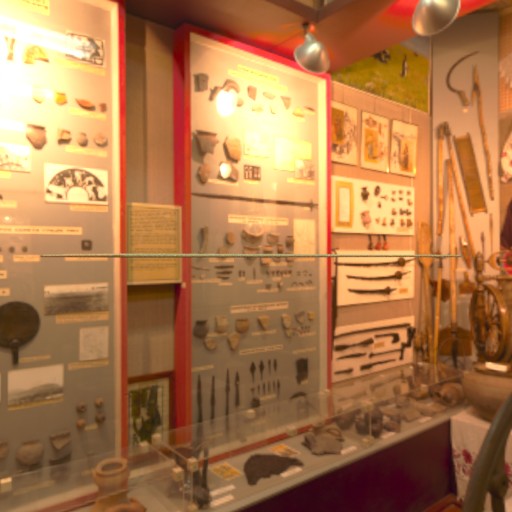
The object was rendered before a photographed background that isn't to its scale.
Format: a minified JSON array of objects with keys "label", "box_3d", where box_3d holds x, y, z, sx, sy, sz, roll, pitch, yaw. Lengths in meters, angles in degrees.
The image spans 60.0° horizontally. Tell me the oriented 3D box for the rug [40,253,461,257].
[{"label":"rug","box_3d":[0.000,0.000,3.456,2.746,0.018,1.819,0,0,-36]}]
